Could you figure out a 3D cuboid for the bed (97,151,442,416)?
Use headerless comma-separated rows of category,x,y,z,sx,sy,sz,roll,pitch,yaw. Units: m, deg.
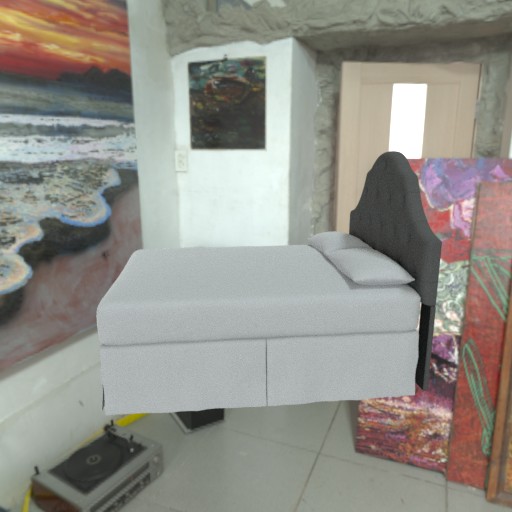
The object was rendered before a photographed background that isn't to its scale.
bed,0.000,0.000,3.420,2.155,1.575,1.636,-2,13,-7
